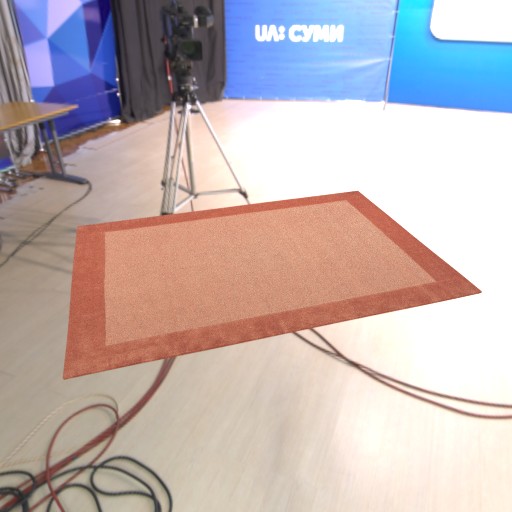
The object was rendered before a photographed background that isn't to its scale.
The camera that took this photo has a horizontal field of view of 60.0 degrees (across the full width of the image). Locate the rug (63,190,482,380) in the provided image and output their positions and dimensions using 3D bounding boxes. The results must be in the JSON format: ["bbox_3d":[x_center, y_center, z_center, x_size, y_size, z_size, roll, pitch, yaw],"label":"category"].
[{"bbox_3d":[0.000,0.000,2.326,1.829,0.014,1.219,-9,33,-14],"label":"rug"}]
